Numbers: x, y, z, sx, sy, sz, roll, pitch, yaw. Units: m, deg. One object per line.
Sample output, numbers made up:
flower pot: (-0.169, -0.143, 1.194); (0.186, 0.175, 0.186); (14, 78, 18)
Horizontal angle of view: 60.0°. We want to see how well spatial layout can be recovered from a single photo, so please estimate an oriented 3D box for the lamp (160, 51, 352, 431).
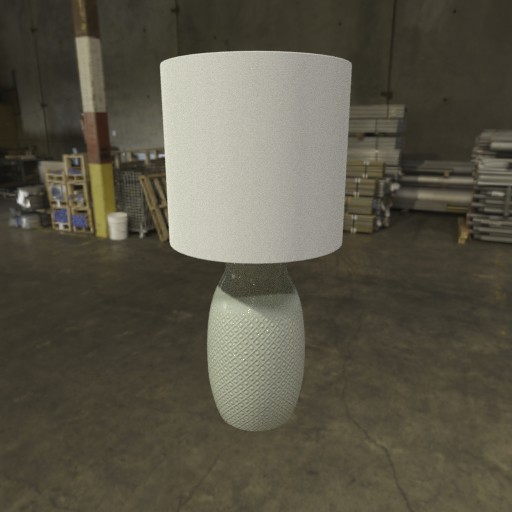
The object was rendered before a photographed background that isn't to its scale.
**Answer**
lamp: (0.000, 0.000, 0.573); (0.217, 0.453, 0.217); (8, 18, 25)
